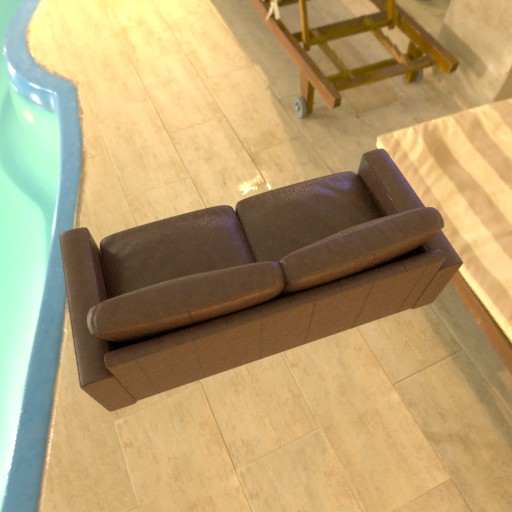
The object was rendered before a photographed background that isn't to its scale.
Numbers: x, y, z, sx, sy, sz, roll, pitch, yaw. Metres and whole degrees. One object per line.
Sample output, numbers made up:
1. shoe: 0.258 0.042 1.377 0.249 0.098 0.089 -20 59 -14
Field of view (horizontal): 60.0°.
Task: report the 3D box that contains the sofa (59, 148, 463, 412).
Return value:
1. sofa: 0.000 0.000 2.700 2.179 0.873 1.016 -16 60 -10
